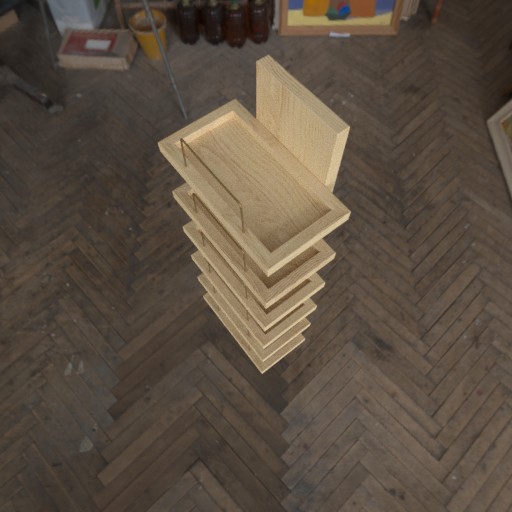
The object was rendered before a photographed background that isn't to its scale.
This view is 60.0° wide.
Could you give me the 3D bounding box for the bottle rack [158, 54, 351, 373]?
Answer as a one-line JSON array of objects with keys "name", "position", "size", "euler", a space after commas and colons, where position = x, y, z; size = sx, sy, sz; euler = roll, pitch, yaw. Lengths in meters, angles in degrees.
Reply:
[{"name": "bottle rack", "position": [0.000, 0.000, 1.098], "size": [0.206, 0.943, 0.330], "euler": [-35, 69, -16]}]
